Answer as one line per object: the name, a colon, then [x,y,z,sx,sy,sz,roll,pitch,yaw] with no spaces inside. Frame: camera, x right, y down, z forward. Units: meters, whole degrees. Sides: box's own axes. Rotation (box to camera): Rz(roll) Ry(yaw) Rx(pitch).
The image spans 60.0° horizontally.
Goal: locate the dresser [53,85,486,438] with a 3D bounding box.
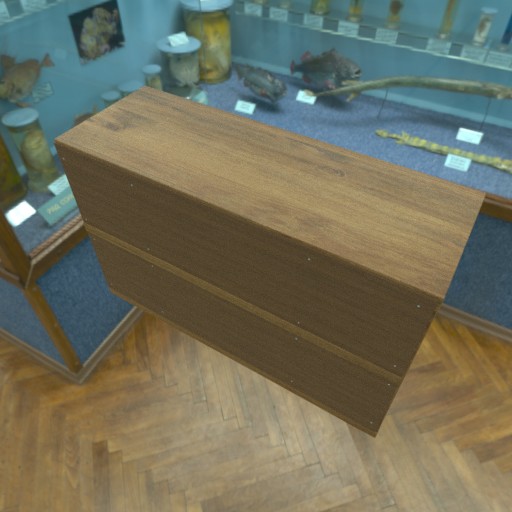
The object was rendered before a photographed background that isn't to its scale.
dresser: [0.000,0.000,1.645,1.261,0.825,0.479,24,51,21]
